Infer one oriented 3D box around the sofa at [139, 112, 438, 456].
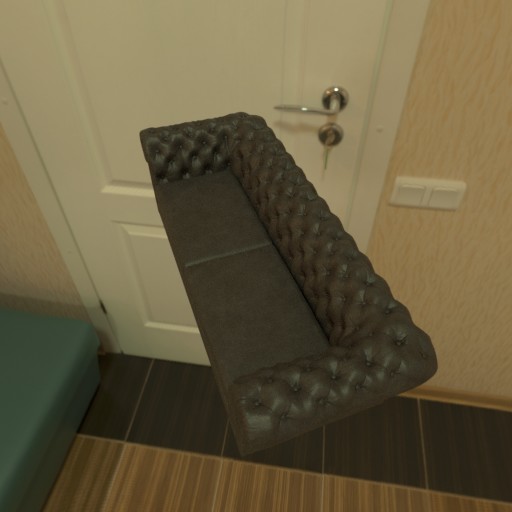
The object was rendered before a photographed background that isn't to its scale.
[{"bbox_3d":[0.000,0.000,2.773,0.944,0.783,2.385,-15,48,-14],"label":"sofa"}]
